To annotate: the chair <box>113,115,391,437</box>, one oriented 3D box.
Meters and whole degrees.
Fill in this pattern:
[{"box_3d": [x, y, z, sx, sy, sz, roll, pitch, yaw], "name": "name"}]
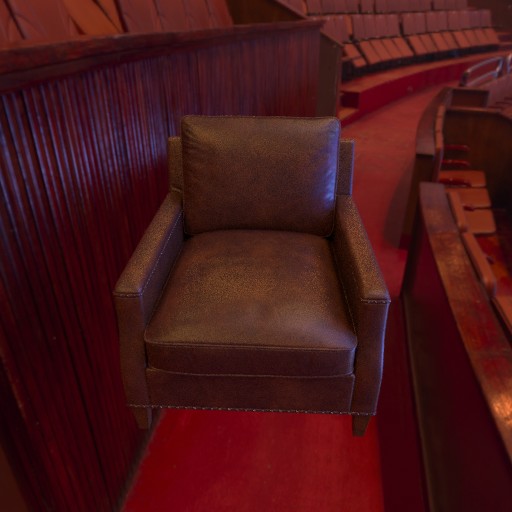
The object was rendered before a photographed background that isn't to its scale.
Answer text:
[{"box_3d": [0.000, 0.000, 1.747, 0.853, 0.929, 1.014, 1, 29, 2], "name": "chair"}]
